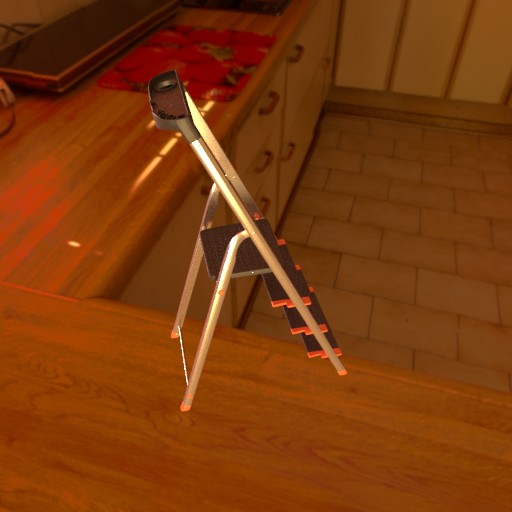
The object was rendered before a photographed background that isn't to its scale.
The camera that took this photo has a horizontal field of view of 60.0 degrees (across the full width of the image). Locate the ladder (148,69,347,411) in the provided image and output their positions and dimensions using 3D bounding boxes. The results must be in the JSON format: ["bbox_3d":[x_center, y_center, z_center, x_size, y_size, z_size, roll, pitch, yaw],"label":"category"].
[{"bbox_3d":[0.000,0.000,1.803,0.834,1.429,0.452,-10,46,-10],"label":"ladder"}]
